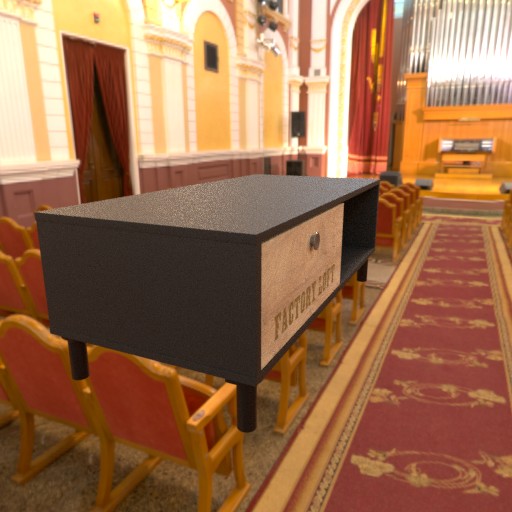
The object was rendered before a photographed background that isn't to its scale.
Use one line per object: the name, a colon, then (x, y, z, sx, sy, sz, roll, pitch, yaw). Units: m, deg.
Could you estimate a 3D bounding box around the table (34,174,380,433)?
table: (0.000, 0.000, 1.368, 0.550, 0.400, 1.100, 7, 17, 25)
